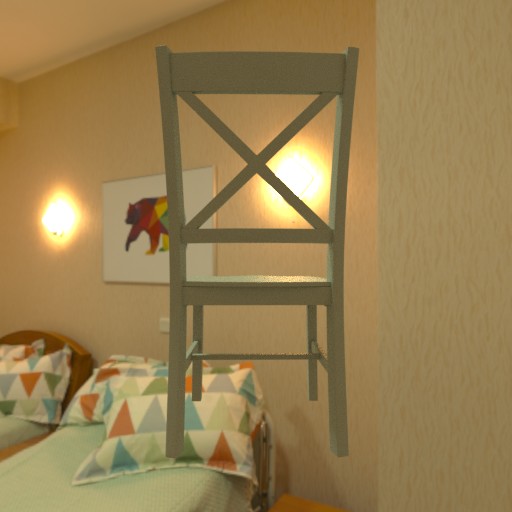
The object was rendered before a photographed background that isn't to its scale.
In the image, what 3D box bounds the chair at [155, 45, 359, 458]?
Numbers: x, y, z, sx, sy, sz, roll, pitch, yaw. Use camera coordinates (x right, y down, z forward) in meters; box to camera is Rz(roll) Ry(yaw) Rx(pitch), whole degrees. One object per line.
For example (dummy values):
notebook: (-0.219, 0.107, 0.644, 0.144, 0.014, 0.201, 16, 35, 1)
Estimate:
chair: (0.000, 0.000, 1.290, 0.485, 0.983, 0.542, 0, -1, -1)
